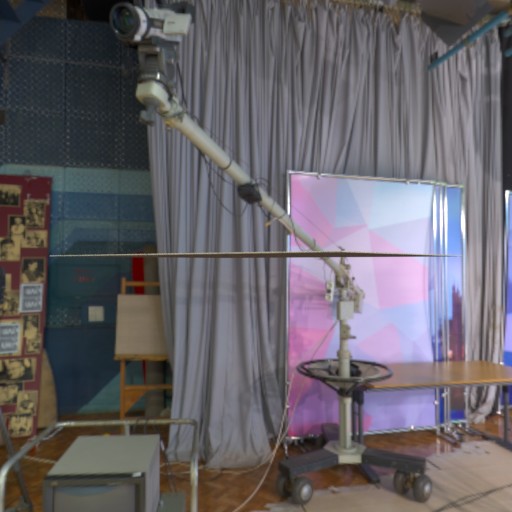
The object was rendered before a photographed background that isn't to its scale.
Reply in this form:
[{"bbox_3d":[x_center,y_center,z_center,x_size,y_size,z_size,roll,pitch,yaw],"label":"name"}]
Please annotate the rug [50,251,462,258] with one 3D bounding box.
[{"bbox_3d":[0.000,0.000,4.150,3.036,0.008,2.440,-1,-1,38],"label":"rug"}]
